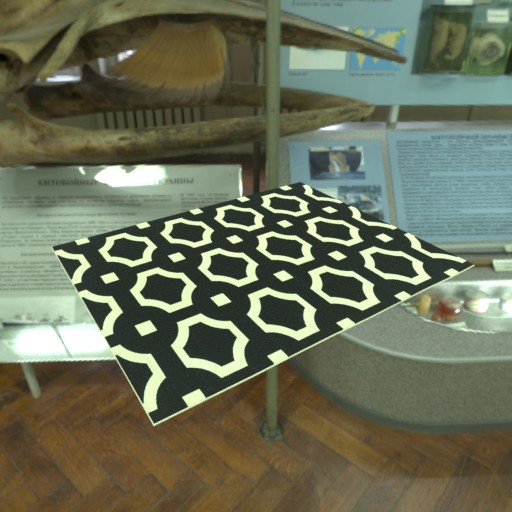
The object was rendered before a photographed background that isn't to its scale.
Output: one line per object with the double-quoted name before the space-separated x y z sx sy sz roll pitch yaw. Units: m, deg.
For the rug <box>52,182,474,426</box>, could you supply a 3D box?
"rug" 0.000 0.000 4.092 3.049 0.021 2.466 -19 35 -29
